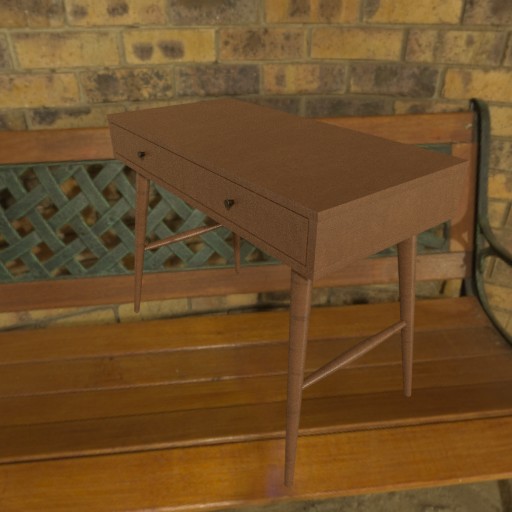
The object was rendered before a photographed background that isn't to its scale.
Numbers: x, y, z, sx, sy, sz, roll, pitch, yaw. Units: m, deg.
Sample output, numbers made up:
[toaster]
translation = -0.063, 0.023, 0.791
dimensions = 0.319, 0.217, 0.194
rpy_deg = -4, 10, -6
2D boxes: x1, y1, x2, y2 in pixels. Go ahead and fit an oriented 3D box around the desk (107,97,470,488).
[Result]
[desk]
translation = 0.000, 0.000, 1.380
dimensions = 0.510, 0.758, 0.949
rpy_deg = -21, 36, -32
